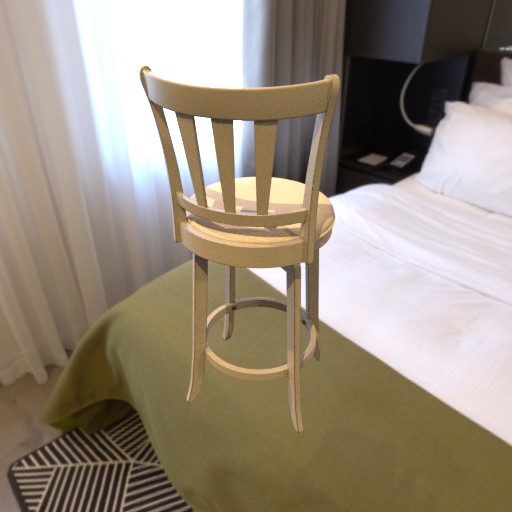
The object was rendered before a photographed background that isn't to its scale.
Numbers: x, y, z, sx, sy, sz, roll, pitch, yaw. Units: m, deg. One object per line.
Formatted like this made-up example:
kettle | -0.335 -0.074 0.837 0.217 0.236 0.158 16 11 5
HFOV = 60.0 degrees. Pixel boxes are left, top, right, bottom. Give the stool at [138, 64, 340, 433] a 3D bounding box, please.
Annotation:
stool | 0.000 0.000 1.281 0.436 1.042 0.475 10 32 15
